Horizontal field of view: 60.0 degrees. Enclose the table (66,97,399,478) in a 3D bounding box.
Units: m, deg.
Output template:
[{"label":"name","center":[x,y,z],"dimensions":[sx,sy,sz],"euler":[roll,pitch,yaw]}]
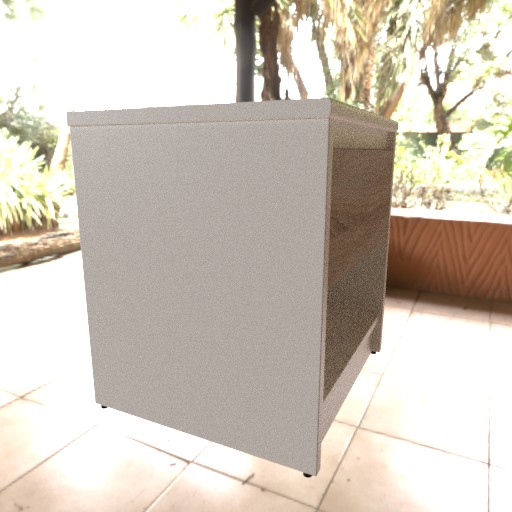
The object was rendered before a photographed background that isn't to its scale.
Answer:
[{"label":"table","center":[0.000,0.000,0.767],"dimensions":[0.380,0.460,0.420],"euler":[7,15,26]}]
